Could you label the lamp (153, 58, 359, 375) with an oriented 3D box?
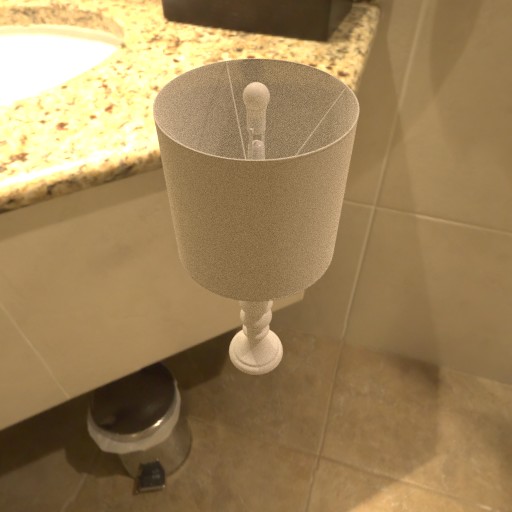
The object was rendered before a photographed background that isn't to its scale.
[{"bbox_3d":[0.000,0.000,0.743,0.250,0.597,0.250,-15,48,-13],"label":"lamp"}]
